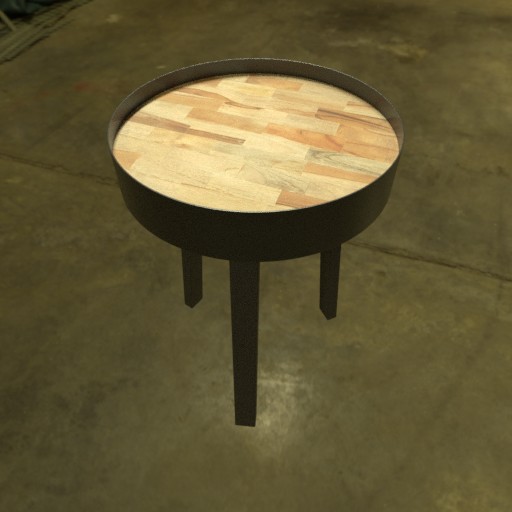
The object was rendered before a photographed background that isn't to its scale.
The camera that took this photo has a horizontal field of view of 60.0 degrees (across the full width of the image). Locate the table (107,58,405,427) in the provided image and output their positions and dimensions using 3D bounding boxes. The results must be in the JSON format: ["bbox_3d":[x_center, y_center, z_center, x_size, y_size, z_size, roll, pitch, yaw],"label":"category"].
[{"bbox_3d":[0.000,0.000,0.822,0.406,0.559,0.406,0,46,0],"label":"table"}]
